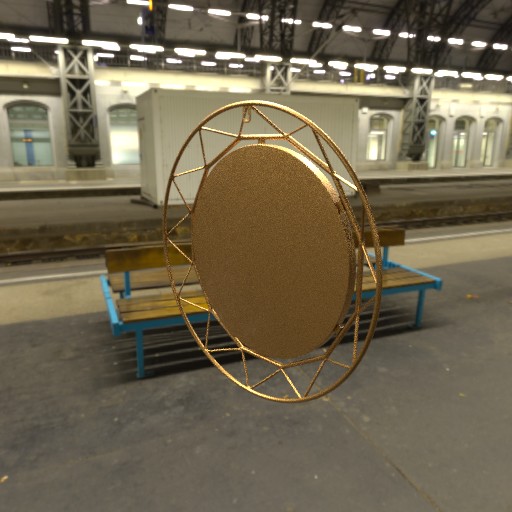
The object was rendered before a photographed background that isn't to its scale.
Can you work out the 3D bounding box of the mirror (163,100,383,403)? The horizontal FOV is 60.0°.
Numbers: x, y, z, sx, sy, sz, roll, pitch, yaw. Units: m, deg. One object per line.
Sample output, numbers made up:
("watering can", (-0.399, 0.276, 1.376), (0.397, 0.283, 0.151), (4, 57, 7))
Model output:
("mirror", (0.000, 0.000, 0.688), (0.043, 0.454, 0.454), (-14, 20, -43))
